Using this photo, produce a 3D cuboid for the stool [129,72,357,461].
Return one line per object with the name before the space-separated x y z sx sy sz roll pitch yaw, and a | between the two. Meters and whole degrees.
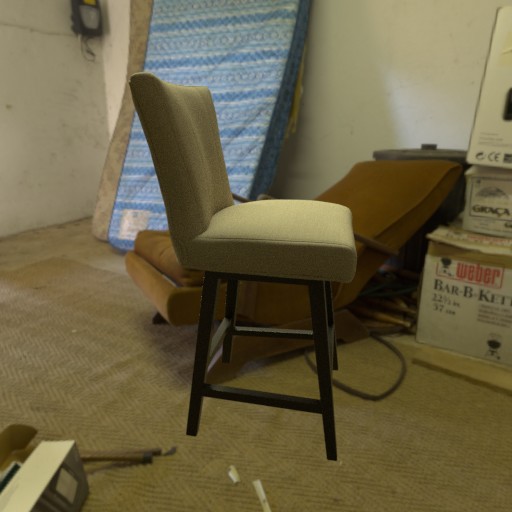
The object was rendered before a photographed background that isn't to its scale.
stool | 0.000 0.000 1.344 0.574 1.000 0.514 3 17 10
